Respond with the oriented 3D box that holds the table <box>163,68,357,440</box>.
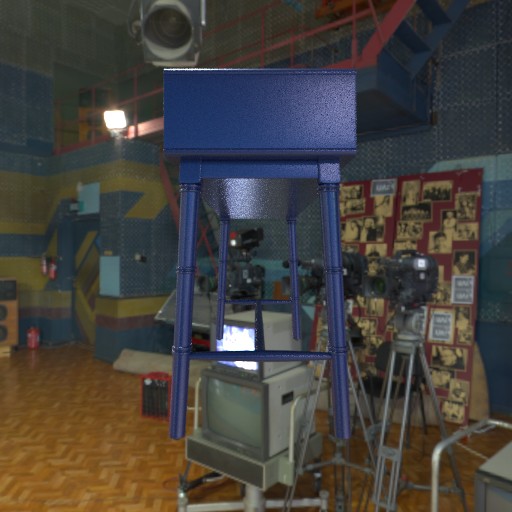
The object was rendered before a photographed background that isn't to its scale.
[{"bbox_3d":[0.000,0.000,1.433,0.399,0.749,1.118,0,0,0],"label":"table"}]
